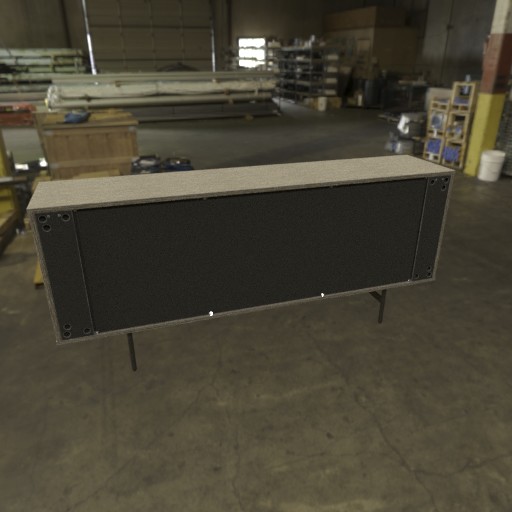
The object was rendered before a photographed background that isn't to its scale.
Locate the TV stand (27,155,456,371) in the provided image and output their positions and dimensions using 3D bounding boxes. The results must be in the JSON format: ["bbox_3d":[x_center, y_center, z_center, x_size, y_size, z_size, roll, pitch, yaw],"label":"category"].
[{"bbox_3d":[0.000,0.000,2.128,1.804,0.787,0.405,-8,26,-16],"label":"TV stand"}]
